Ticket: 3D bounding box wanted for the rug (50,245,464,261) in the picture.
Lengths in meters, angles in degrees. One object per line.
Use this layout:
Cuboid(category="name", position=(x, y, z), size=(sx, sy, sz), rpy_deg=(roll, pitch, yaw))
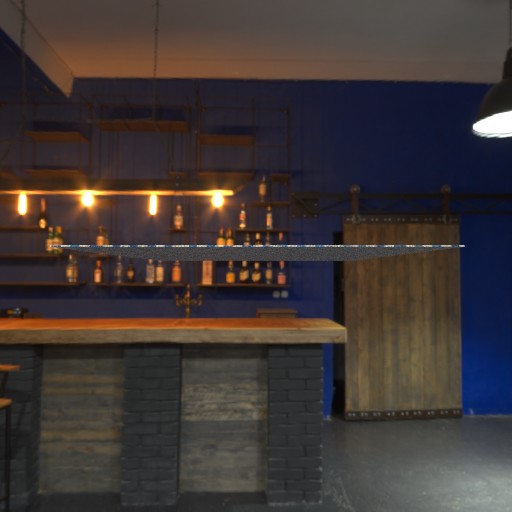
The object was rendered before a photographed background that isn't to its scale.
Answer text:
Cuboid(category="rug", position=(0.000, 0.000, 4.137), size=(2.453, 0.008, 3.059), rpy_deg=(0, -2, 0))
